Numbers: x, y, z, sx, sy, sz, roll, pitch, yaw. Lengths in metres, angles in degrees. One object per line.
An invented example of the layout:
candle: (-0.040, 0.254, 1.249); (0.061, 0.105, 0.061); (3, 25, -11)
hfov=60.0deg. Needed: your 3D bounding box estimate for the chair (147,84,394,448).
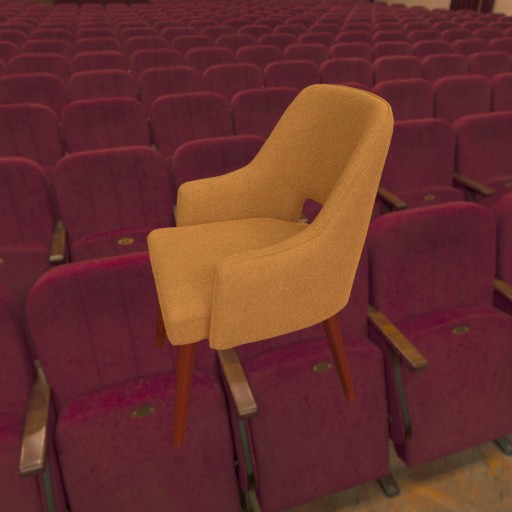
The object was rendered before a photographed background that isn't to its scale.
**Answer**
chair: (0.000, 0.000, 1.243); (0.605, 0.849, 0.548); (-9, 31, -15)
